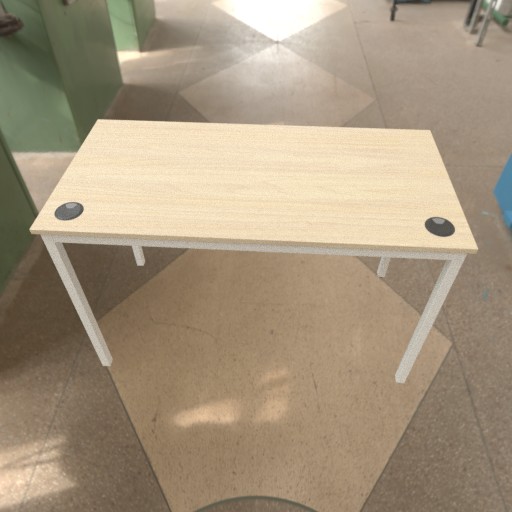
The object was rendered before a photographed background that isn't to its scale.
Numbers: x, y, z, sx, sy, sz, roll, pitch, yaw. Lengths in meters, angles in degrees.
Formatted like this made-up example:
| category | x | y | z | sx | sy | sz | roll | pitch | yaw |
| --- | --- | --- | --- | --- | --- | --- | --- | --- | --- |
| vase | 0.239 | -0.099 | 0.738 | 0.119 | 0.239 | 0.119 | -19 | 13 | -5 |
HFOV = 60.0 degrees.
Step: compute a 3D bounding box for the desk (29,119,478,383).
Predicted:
| category | x | y | z | sx | sy | sz | roll | pitch | yaw |
| --- | --- | --- | --- | --- | --- | --- | --- | --- | --- |
| desk | 0.000 | 0.000 | 1.656 | 1.200 | 0.750 | 0.600 | 3 | 46 | 3 |
